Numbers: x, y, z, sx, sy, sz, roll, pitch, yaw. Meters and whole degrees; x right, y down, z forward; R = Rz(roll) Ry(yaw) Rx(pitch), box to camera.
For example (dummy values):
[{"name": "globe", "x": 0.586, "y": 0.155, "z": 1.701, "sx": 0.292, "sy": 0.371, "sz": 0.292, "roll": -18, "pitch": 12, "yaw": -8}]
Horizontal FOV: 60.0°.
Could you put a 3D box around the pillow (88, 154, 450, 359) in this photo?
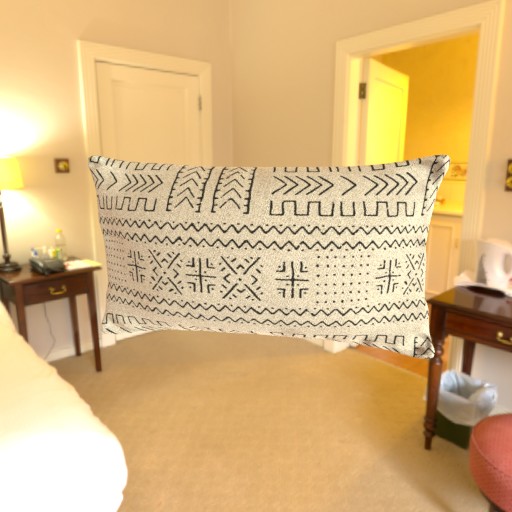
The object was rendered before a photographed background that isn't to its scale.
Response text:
[{"name": "pillow", "x": 0.000, "y": 0.000, "z": 0.791, "sx": 0.637, "sy": 0.352, "sz": 0.188, "roll": 2, "pitch": 13, "yaw": 10}]
